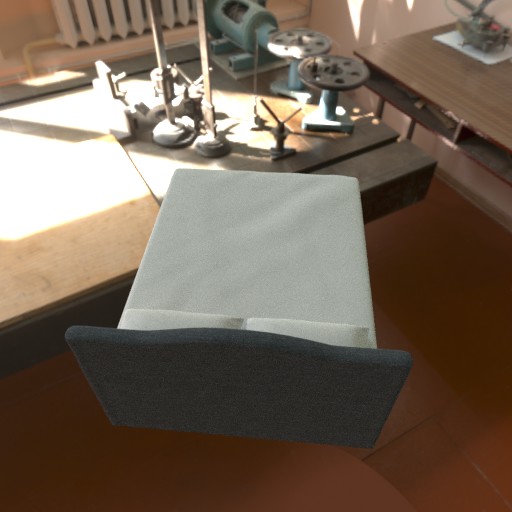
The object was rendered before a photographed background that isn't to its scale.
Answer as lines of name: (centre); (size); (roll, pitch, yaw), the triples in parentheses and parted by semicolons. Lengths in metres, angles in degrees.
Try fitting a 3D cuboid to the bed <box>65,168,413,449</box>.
bed: (0.000, 0.000, 3.928); (2.161, 1.457, 2.689); (4, 47, 4)
